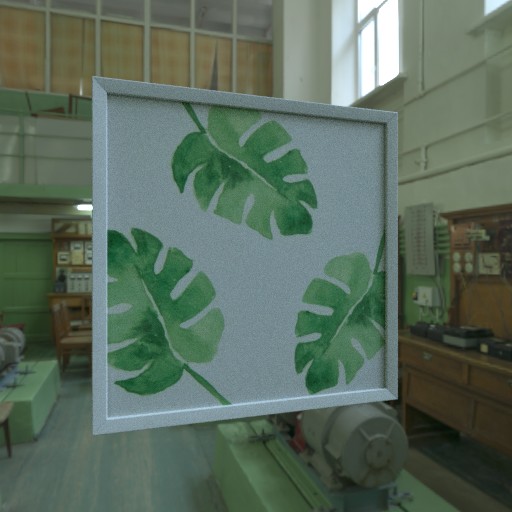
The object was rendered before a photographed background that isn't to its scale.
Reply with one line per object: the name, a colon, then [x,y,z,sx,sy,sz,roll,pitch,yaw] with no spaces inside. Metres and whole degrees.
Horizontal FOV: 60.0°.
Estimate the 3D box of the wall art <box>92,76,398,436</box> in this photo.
wall art: [0.000,0.000,0.441,0.305,0.305,0.038,0,0,-18]
